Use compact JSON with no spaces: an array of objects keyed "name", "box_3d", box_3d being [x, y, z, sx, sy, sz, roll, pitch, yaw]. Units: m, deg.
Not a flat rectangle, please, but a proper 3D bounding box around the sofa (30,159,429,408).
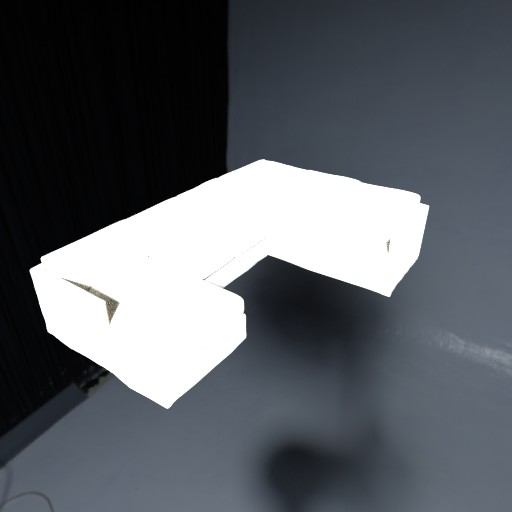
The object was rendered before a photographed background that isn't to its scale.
[{"name":"sofa","box_3d":[0.000,0.000,4.568,2.448,0.882,3.464,19,35,30]}]
